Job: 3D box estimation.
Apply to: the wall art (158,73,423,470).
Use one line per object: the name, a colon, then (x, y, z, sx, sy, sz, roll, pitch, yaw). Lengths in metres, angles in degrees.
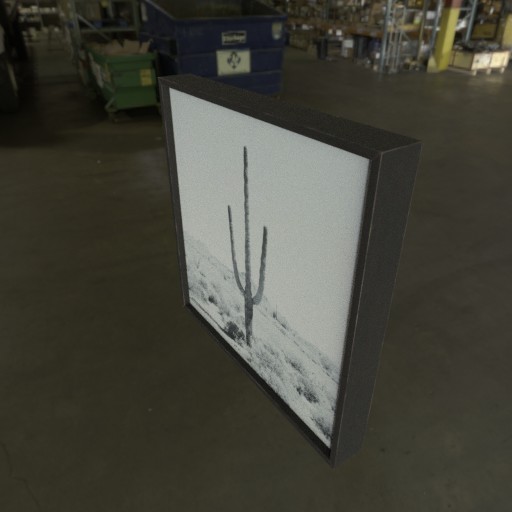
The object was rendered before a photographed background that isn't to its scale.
wall art: (0.000, 0.000, 0.451, 0.038, 0.305, 0.305, -20, 37, -30)
